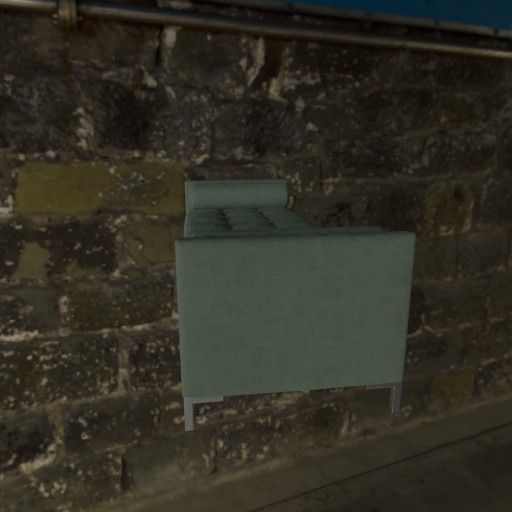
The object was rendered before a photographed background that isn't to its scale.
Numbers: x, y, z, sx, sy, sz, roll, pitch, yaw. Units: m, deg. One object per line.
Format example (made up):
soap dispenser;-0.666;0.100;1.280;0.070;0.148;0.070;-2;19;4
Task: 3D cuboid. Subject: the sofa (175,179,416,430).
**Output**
sofa;0.000;0.000;2.446;0.797;0.657;2.102;-2;15;-8
